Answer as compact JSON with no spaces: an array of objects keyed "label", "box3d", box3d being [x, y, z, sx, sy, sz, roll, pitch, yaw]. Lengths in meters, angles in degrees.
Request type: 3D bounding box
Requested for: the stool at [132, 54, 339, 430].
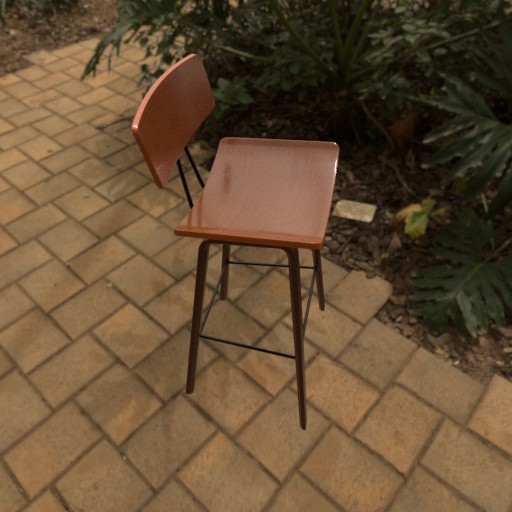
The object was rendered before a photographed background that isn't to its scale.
[{"label":"stool","box3d":[0.000,0.000,1.260,0.440,0.969,0.509,9,47,9]}]
